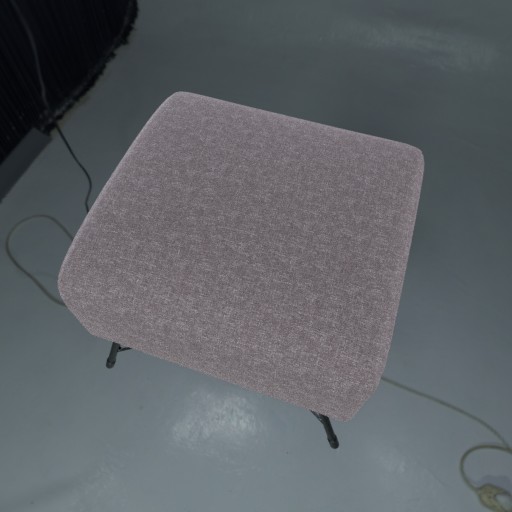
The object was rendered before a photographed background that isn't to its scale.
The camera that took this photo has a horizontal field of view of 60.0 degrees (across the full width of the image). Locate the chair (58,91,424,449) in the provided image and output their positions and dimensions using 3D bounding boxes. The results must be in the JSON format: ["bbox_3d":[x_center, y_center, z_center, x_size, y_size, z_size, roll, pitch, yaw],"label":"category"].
[{"bbox_3d":[0.000,0.000,0.888,0.530,0.410,0.530,16,61,9],"label":"chair"}]
